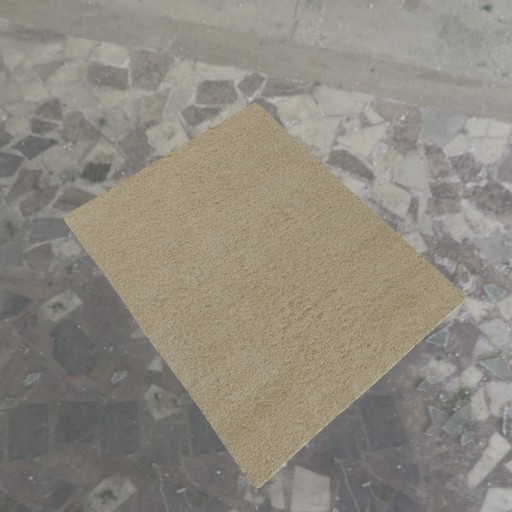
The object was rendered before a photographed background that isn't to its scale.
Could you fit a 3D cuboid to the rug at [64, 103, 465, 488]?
[{"bbox_3d":[0.000,0.000,4.107,2.401,0.025,3.001,-36,69,-16],"label":"rug"}]
